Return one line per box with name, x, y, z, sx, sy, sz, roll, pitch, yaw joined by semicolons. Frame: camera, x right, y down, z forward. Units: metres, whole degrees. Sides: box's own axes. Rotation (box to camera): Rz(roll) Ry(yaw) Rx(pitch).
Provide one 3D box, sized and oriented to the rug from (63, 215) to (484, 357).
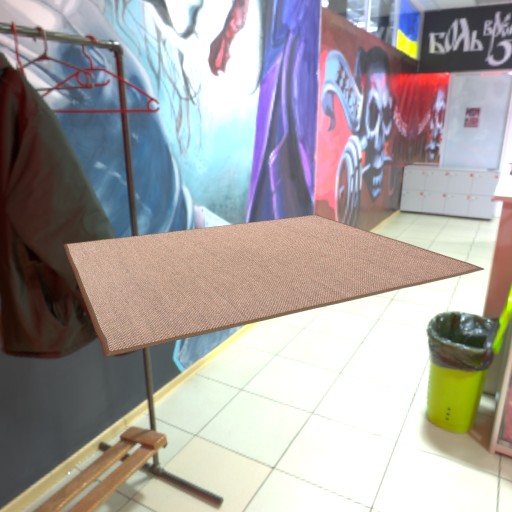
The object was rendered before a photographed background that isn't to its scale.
rug;0.000;0.000;4.001;3.041;0.020;2.413;-9;19;-26
